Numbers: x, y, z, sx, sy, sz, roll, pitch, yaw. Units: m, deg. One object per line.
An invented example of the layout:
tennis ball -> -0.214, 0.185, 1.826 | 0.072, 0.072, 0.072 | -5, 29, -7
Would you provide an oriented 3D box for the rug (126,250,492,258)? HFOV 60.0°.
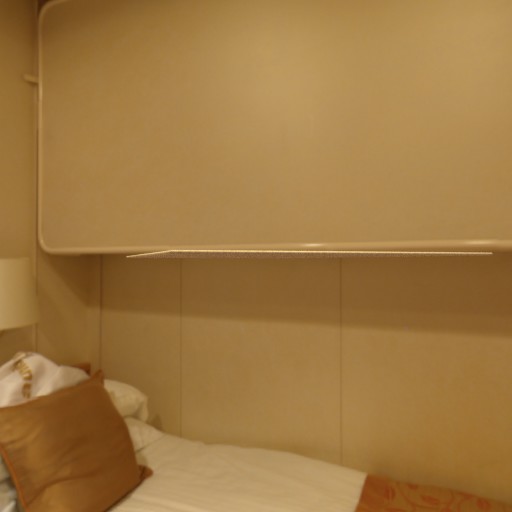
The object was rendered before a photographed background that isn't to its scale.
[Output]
rug -> 0.000, 0.000, 2.977 | 1.531, 0.014, 2.441 | 0, -1, -20
